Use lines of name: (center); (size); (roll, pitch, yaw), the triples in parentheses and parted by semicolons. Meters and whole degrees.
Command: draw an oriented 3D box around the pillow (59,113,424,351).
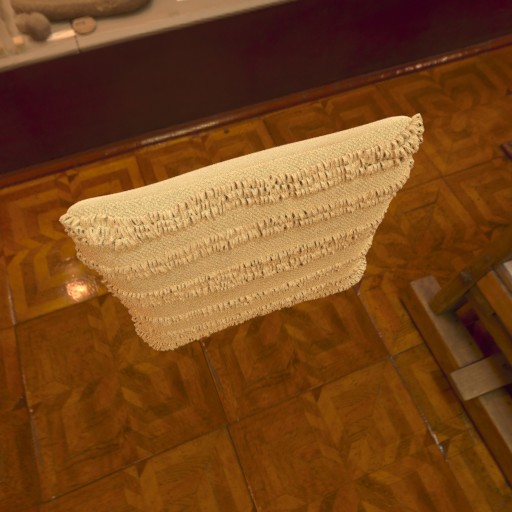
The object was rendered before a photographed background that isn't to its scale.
pillow: (0.000, 0.000, 0.672); (0.437, 0.427, 0.145); (-18, 64, -9)
